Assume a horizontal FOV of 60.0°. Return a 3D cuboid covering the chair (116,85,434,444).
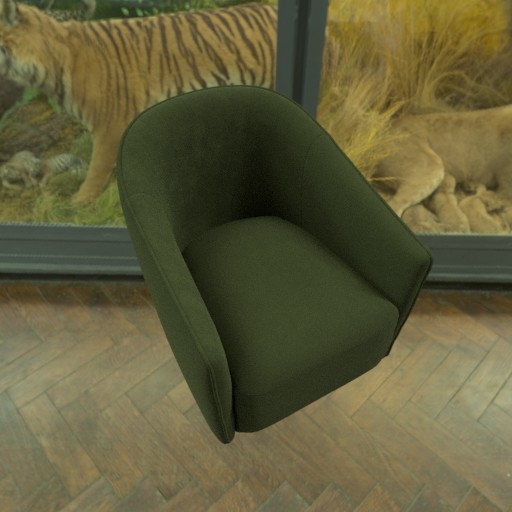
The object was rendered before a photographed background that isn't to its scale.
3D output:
[{"bbox_3d":[0.000,0.000,1.482,0.747,0.799,0.875,-22,50,-20],"label":"chair"}]
